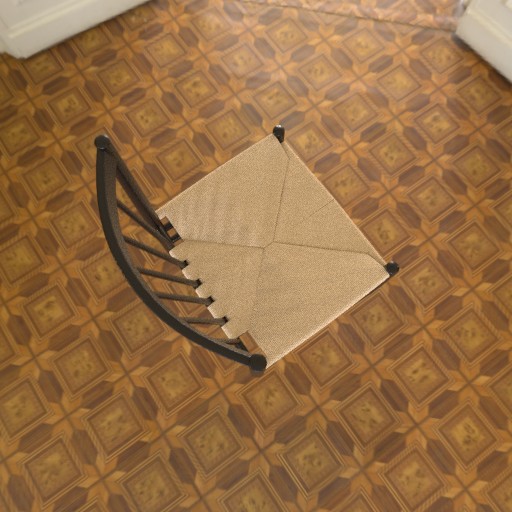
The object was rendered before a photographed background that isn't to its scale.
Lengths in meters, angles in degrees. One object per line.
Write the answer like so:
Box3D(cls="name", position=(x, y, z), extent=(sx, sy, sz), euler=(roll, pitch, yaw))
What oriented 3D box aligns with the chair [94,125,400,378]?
Box3D(cls="chair", position=(0.000, 0.000, 1.130), extent=(0.516, 0.818, 0.495), euler=(-35, 77, -9))
